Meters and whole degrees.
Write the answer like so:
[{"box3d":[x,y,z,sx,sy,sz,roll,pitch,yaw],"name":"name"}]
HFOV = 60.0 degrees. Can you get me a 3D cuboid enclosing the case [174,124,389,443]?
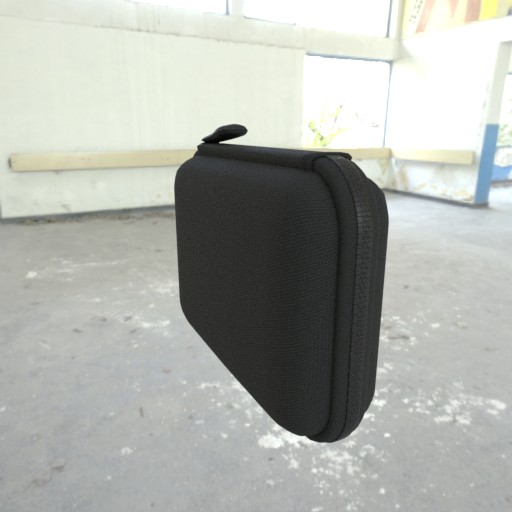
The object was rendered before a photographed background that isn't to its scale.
[{"box3d":[0.000,0.000,0.183,0.038,0.105,0.132,-8,18,-26],"name":"case"}]
